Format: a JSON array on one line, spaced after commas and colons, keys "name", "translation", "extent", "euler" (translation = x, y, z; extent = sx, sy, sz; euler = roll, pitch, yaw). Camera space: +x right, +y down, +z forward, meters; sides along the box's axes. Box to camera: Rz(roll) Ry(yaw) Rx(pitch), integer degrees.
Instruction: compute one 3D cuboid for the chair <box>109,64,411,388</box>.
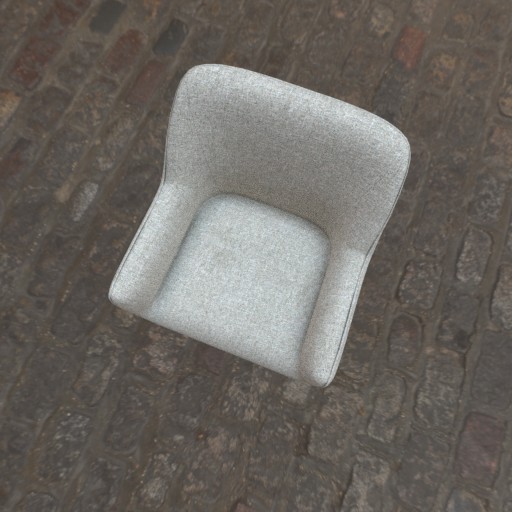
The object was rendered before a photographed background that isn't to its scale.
[{"name": "chair", "translation": [0.000, 0.000, 1.180], "extent": [0.543, 0.803, 0.519], "euler": [21, 77, 5]}]
